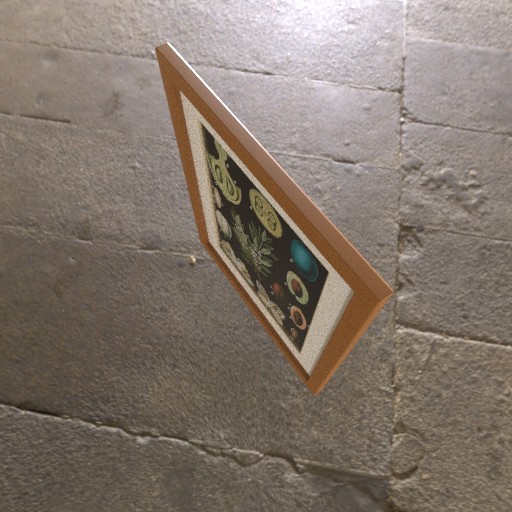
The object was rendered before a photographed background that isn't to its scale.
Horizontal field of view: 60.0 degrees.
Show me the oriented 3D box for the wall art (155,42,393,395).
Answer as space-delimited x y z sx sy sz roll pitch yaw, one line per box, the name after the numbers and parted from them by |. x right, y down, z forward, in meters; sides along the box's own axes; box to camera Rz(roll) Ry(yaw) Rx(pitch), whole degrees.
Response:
0.000 0.000 0.765 0.021 0.550 0.449 -32 68 -15 | wall art
